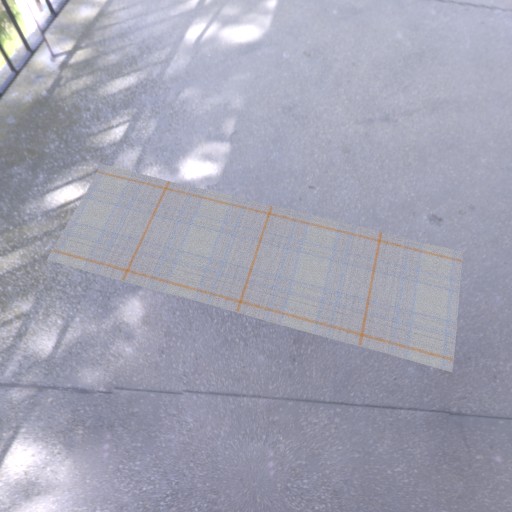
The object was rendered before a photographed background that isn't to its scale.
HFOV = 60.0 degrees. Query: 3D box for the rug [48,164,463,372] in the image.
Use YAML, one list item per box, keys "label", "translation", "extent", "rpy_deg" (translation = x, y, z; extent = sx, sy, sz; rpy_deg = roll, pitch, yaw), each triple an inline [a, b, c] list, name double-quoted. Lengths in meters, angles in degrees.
- label: "rug"
  translation: [0.000, 0.000, 2.729]
  extent: [2.442, 0.016, 0.770]
  rpy_deg: [15, 64, 7]
